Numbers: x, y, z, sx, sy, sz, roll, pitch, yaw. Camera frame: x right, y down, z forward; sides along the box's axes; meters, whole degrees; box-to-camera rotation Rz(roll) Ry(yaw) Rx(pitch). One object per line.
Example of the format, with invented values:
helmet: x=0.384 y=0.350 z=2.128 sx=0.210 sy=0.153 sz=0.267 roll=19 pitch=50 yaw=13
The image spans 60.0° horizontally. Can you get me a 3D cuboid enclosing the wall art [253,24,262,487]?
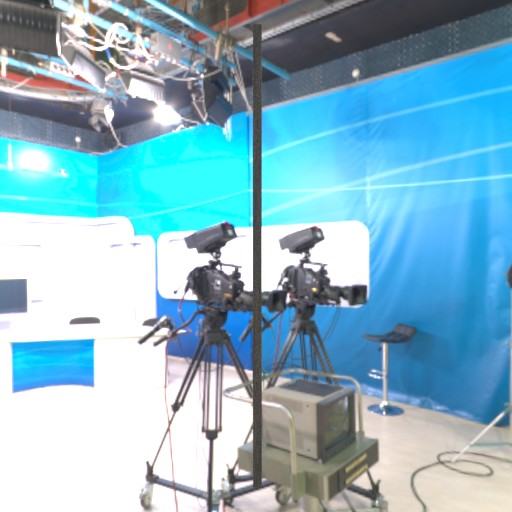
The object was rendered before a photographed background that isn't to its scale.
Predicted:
wall art: x=0.000 y=0.000 z=1.409 sx=0.020 sy=1.070 sz=0.768 roll=0 pitch=0 yaw=-1
